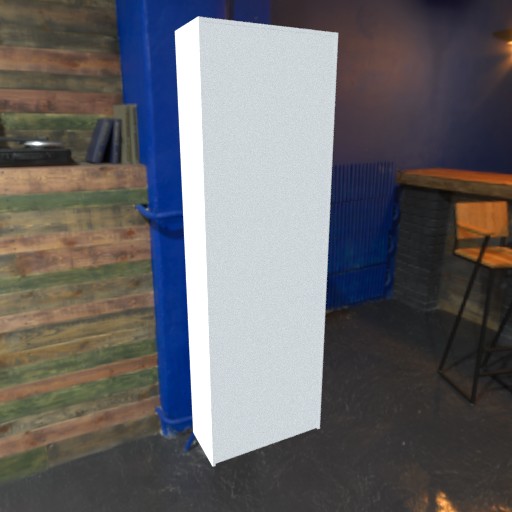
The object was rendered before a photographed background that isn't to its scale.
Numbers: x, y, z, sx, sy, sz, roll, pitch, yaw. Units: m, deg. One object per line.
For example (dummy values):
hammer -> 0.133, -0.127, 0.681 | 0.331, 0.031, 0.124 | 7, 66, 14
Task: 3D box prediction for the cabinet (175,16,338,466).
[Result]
cabinet -> 0.000, 0.000, 1.779 | 0.520, 1.630, 0.255 | -8, 18, -26
